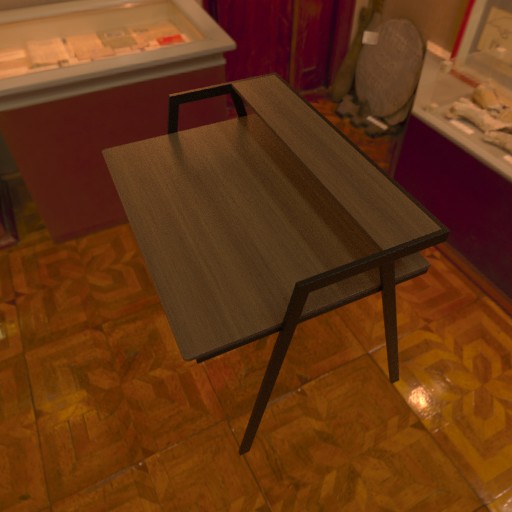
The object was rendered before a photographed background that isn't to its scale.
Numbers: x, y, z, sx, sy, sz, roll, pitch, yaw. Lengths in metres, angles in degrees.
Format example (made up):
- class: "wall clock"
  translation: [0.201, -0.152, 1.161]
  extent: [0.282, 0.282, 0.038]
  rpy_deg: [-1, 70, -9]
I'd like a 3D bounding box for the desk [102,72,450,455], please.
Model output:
- class: "desk"
  translation: [0.000, 0.000, 1.911]
  extent: [0.936, 0.998, 1.143]
  rpy_deg: [-19, 50, -17]
